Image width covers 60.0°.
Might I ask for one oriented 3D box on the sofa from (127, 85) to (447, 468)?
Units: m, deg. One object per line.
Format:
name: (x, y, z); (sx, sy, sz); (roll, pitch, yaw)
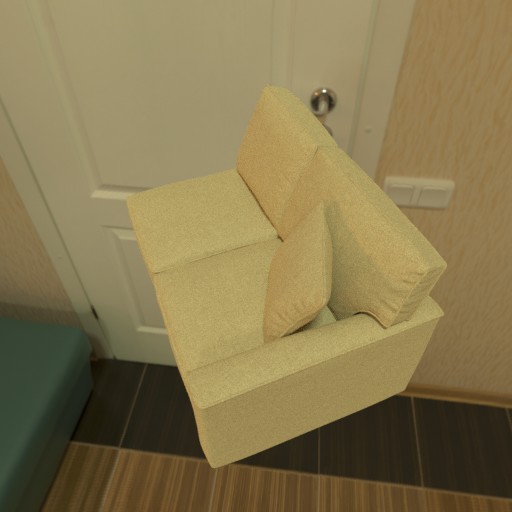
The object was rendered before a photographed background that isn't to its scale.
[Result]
sofa: (0.000, 0.000, 2.079); (0.991, 0.989, 1.388); (-16, 48, -15)
